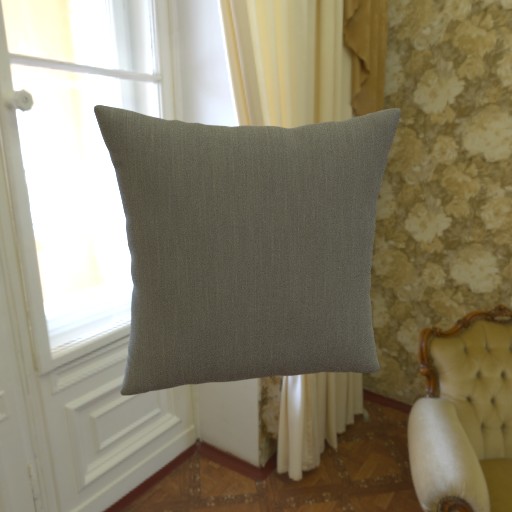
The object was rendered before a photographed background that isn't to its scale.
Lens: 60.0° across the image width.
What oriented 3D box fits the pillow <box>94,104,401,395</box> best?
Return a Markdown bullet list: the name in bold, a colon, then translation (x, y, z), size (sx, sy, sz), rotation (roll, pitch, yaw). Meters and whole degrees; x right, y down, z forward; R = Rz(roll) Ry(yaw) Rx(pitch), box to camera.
- **pillow**: translation (0.000, 0.000, 0.794), size (0.511, 0.509, 0.161), rotation (-3, 15, -10)
